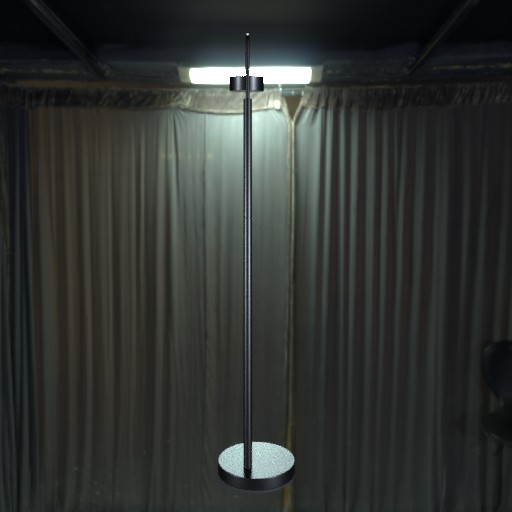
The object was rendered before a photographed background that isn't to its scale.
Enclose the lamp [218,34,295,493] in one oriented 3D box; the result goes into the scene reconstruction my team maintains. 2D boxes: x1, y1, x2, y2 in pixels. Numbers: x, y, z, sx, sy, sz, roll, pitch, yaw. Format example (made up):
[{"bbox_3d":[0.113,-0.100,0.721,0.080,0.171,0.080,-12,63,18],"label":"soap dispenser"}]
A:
[{"bbox_3d":[0.000,0.000,1.352,0.219,1.230,0.418,0,1,-1],"label":"lamp"}]
